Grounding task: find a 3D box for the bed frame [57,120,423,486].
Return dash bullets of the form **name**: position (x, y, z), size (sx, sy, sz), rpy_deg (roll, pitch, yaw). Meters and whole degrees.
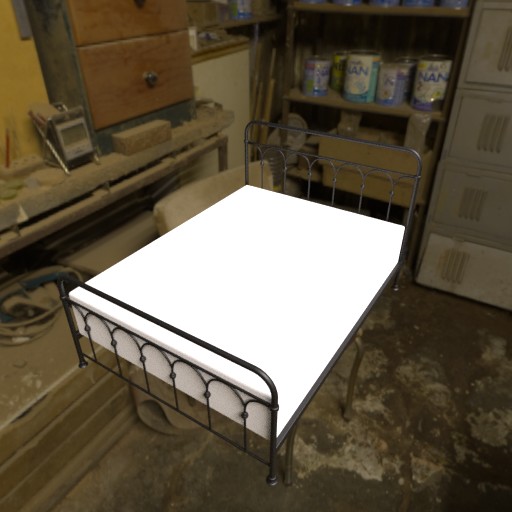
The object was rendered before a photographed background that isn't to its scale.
- **bed frame**: position (0.000, 0.000, 3.255), size (1.664, 1.276, 2.203), rpy_deg (19, 37, 27)
